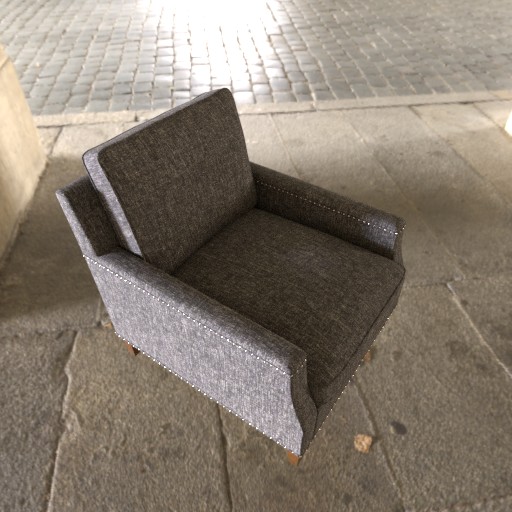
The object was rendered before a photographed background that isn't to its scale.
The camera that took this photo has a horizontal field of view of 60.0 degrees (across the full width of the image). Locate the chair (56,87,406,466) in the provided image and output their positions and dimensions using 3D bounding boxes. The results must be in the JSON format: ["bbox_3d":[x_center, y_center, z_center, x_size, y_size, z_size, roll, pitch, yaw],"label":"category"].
[{"bbox_3d":[0.000,0.000,1.693,1.014,0.943,0.853,25,47,25],"label":"chair"}]
